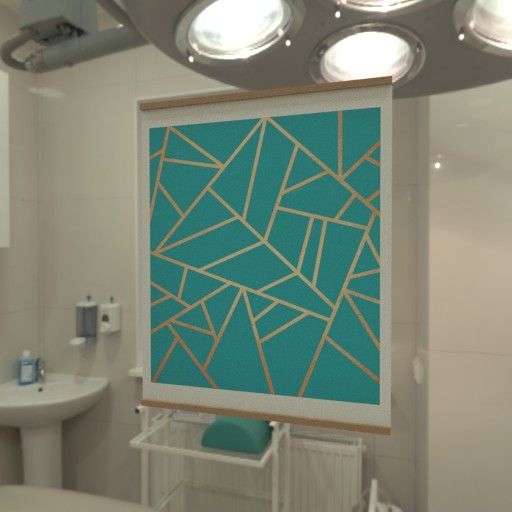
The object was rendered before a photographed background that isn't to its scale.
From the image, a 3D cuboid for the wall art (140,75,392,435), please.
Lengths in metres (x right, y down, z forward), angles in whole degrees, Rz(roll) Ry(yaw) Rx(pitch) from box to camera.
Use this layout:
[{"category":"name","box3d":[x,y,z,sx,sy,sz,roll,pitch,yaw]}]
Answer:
[{"category":"wall art","box3d":[0.000,0.000,0.692,0.405,0.508,0.012,0,1,17]}]
